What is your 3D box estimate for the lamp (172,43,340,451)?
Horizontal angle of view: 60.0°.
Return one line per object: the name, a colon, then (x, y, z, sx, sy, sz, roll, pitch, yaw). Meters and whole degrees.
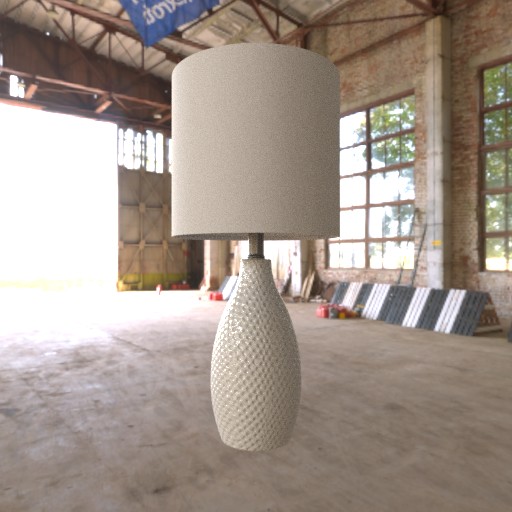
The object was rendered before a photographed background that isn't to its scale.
lamp: (0.000, 0.000, 0.574, 0.214, 0.466, 0.214, 0, 0, -17)
